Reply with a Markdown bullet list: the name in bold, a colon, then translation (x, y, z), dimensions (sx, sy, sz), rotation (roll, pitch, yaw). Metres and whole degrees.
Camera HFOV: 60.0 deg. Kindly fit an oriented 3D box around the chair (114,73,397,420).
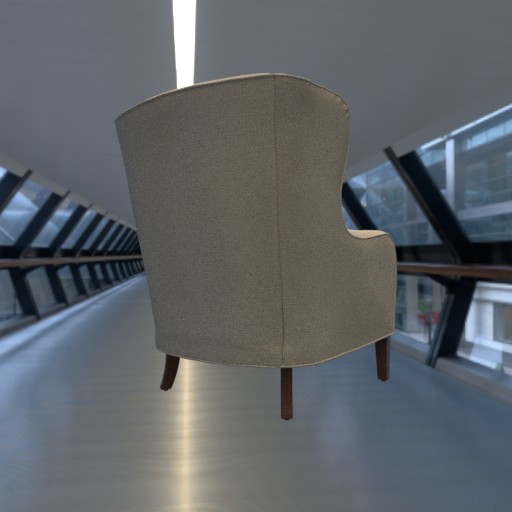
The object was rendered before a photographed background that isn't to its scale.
- **chair**: translation (0.000, 0.000, 1.733), dimensions (0.838, 1.040, 0.966), rotation (-1, -1, 36)
